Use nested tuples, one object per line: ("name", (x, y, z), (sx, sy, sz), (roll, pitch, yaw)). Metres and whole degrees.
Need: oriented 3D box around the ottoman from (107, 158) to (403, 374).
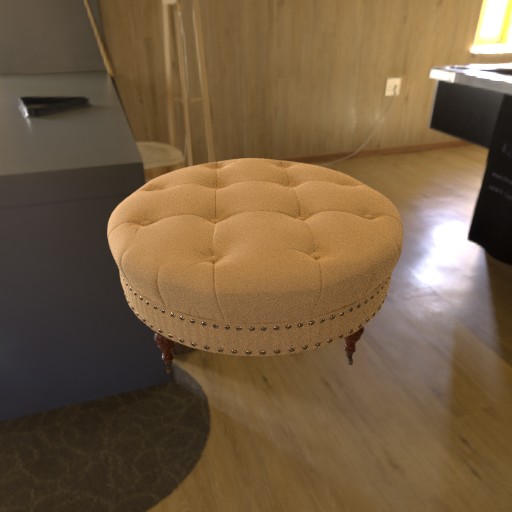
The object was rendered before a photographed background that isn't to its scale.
("ottoman", (0.000, 0.000, 1.441), (0.901, 0.439, 0.901), (0, 30, 0))
